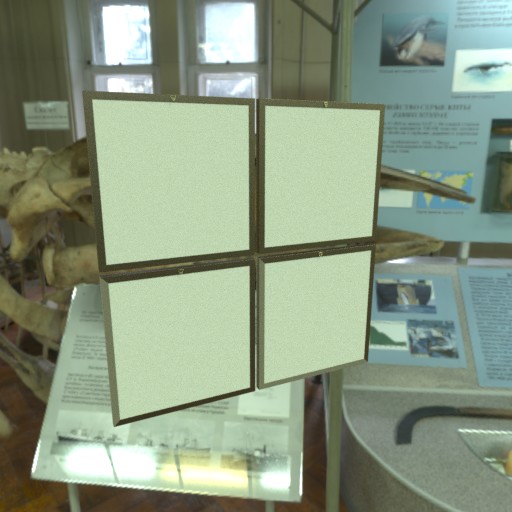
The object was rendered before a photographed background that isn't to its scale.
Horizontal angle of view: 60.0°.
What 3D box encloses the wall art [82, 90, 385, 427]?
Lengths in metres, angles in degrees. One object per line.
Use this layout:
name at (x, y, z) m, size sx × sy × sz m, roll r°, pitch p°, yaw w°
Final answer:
wall art at (0.000, 0.000, 1.535) m, size 1.032 × 1.032 × 0.030 m, roll -7°, pitch 16°, yaw -24°
